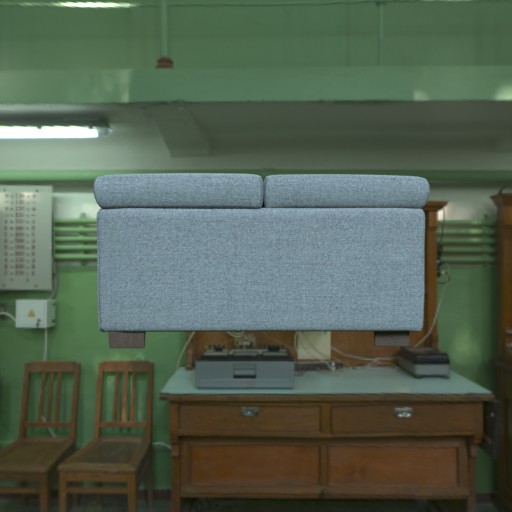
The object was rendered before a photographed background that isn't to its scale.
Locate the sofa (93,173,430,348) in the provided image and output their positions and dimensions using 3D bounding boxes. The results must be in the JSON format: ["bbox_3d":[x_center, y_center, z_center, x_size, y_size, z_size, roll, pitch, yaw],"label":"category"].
[{"bbox_3d":[0.000,0.000,1.644,0.817,0.434,1.250,0,0,-1],"label":"sofa"}]
